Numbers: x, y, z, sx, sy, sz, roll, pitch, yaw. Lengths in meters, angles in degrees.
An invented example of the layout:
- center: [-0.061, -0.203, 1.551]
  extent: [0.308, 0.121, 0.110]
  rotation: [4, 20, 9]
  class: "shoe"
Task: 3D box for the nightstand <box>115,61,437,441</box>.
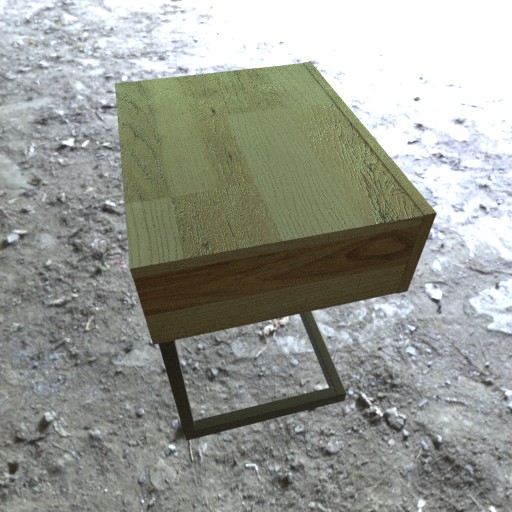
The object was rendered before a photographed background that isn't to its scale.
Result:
- center: [0.000, 0.000, 1.029]
  extent: [0.481, 0.632, 0.558]
  rotation: [-10, 47, -10]
  class: "nightstand"
